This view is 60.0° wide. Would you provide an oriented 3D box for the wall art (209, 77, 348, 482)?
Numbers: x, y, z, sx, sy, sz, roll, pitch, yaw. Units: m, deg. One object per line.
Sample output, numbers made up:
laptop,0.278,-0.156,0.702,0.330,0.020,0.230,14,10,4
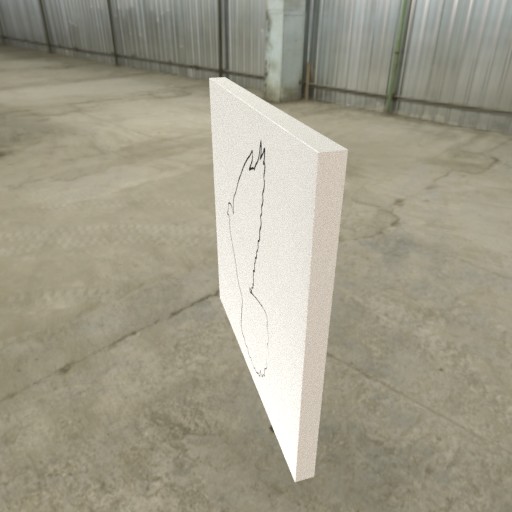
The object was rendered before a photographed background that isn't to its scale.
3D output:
wall art,0.000,0.000,0.914,0.038,0.610,0.610,-9,31,-15
